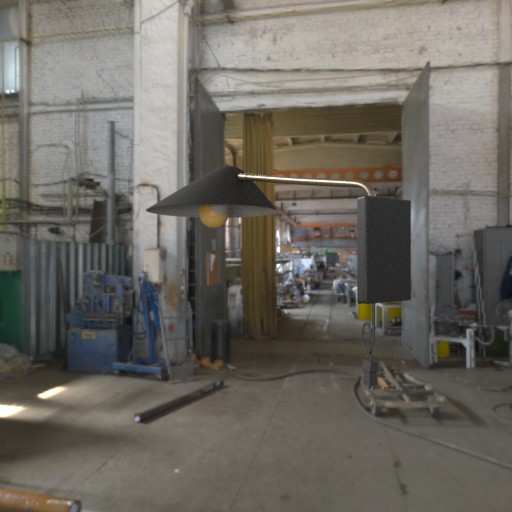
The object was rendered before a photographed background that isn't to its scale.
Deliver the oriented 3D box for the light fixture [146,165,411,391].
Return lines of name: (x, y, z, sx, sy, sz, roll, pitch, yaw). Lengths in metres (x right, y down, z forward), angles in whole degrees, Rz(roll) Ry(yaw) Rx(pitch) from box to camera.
light fixture: (0.000, 0.000, 0.698, 0.240, 0.312, 0.516, 0, 0, -35)
